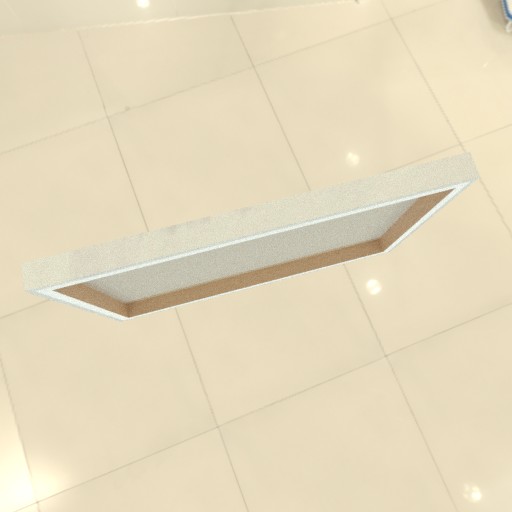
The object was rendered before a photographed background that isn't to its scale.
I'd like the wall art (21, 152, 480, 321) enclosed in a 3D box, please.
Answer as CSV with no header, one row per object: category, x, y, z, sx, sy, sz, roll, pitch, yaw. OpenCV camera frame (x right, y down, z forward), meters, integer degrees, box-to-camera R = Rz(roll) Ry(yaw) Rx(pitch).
wall art,0.000,0.000,0.775,0.609,0.407,0.038,-14,77,-3
